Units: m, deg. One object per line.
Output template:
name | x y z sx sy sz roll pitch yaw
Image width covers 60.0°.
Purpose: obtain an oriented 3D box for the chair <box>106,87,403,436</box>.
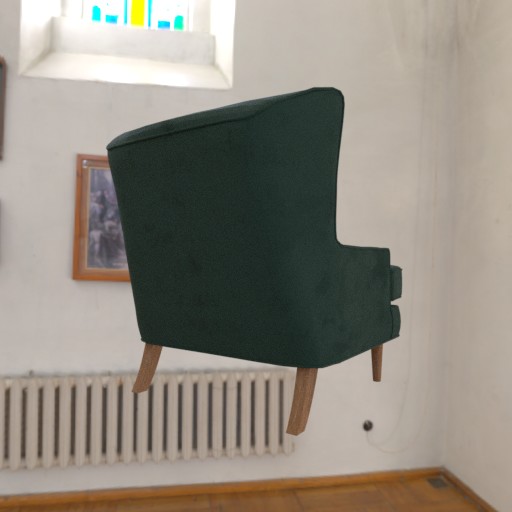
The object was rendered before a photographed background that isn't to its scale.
chair | 0.000 0.000 1.592 0.793 0.952 0.910 0 -1 36
